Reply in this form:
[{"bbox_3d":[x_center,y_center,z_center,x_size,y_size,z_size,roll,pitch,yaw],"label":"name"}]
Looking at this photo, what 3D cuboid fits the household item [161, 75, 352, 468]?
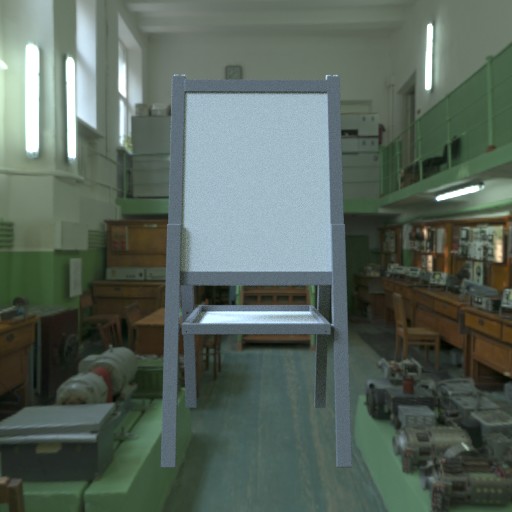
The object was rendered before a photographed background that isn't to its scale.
[{"bbox_3d":[0.000,0.000,1.452,0.531,1.172,0.469,0,2,0],"label":"household item"}]
